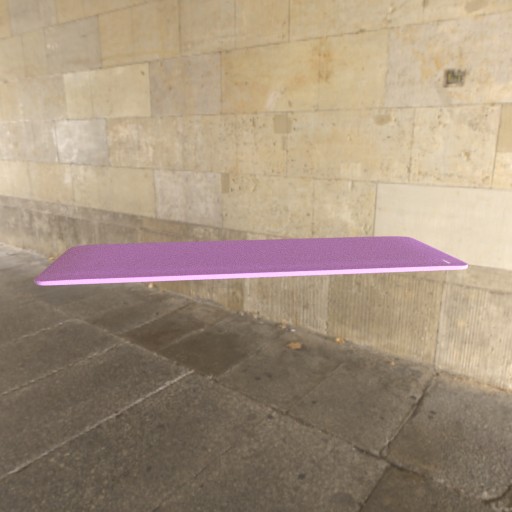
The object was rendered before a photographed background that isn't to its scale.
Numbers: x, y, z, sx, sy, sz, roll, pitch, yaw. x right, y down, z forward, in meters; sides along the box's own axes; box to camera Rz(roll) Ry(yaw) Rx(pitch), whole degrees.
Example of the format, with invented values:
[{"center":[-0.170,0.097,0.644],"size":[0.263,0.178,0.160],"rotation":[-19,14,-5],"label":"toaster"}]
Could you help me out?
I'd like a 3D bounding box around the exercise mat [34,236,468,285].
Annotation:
[{"center":[0.000,0.000,2.138],"size":[1.869,0.021,0.616],"rotation":[-2,15,-7],"label":"exercise mat"}]
